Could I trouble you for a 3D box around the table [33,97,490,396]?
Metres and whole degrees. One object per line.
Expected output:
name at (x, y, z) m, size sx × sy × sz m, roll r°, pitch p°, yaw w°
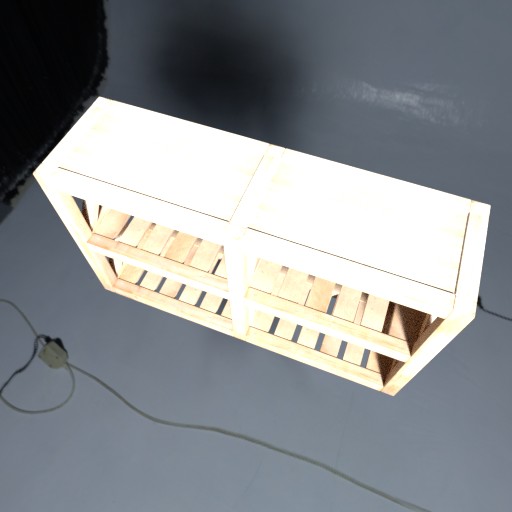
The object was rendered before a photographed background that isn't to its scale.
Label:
table at (0.000, 0.000, 1.636) m, size 1.320 × 0.762 × 0.381 m, roll 18°, pitch 60°, yaw 11°
